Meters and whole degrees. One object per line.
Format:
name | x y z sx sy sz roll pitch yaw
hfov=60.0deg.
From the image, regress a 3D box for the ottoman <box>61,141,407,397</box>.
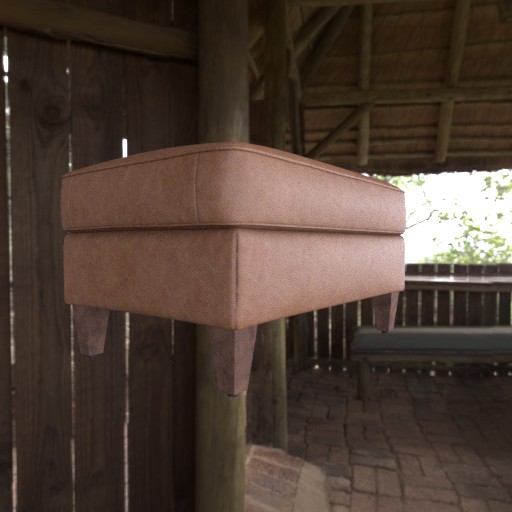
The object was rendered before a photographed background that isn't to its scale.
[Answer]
ottoman | 0.000 0.000 1.219 0.584 0.483 0.864 1 2 38
